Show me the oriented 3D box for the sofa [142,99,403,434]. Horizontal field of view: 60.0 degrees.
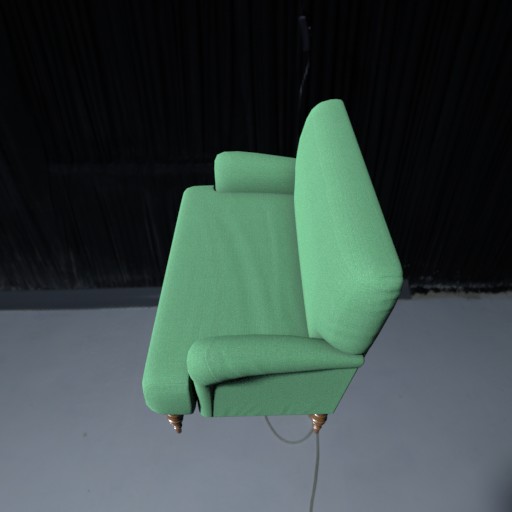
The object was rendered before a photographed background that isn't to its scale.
[{"bbox_3d":[0.000,0.000,1.849,0.779,0.889,1.297,0,42,0],"label":"sofa"}]
